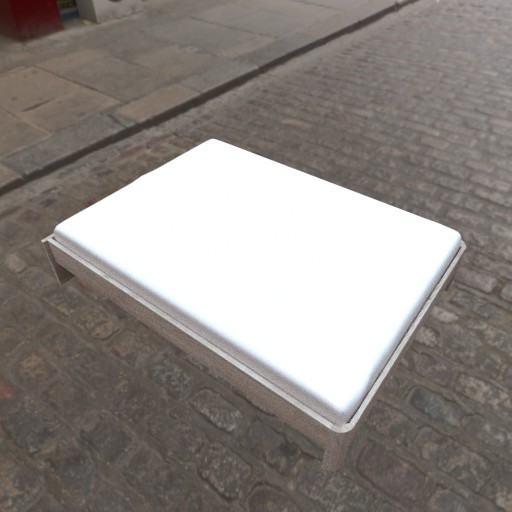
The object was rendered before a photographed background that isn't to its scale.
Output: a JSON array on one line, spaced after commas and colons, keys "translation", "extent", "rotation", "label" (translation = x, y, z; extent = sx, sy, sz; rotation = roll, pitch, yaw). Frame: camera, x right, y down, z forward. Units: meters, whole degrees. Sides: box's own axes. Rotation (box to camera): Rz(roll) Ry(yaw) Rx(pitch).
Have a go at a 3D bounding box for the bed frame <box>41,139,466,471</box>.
[{"translation": [0.000, 0.000, 2.609], "extent": [1.950, 0.462, 1.490], "rotation": [27, 48, 27], "label": "bed frame"}]
